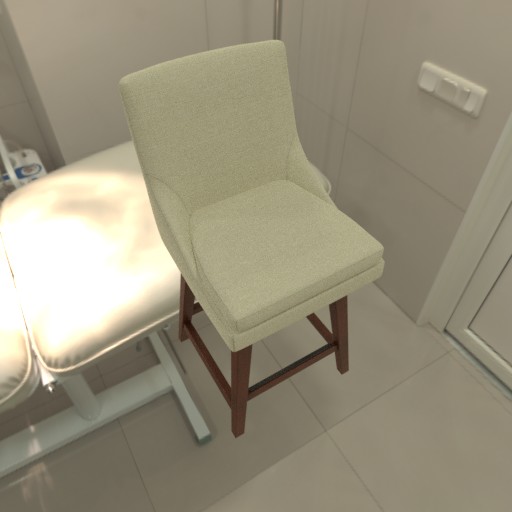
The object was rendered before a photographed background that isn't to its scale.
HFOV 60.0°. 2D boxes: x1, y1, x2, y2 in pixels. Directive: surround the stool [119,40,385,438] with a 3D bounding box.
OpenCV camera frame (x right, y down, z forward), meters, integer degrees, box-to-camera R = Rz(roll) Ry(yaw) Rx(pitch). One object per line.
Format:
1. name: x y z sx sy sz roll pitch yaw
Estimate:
1. stool: 0.000 0.000 1.300 0.469 0.991 0.559 -24 51 -21
